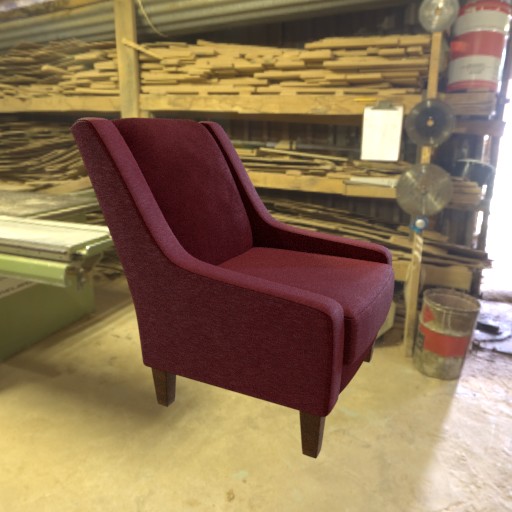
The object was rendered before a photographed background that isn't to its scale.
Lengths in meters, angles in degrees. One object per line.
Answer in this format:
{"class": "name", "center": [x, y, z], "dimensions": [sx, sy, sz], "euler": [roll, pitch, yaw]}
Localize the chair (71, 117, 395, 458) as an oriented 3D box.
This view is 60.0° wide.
{"class": "chair", "center": [0.000, 0.000, 1.697], "dimensions": [0.985, 1.017, 0.793], "euler": [8, 18, 27]}
